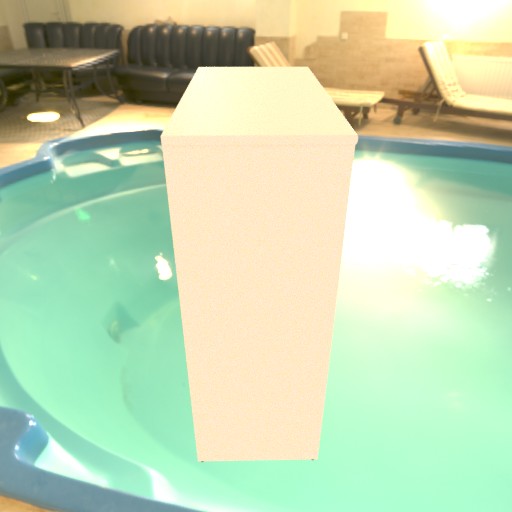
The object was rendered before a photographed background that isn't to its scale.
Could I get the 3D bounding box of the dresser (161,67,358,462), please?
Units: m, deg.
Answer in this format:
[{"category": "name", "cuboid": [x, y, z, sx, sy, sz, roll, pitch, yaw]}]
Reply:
[{"category": "dresser", "cuboid": [0.000, 0.000, 1.464, 0.380, 1.040, 0.800, -1, 32, -1]}]
